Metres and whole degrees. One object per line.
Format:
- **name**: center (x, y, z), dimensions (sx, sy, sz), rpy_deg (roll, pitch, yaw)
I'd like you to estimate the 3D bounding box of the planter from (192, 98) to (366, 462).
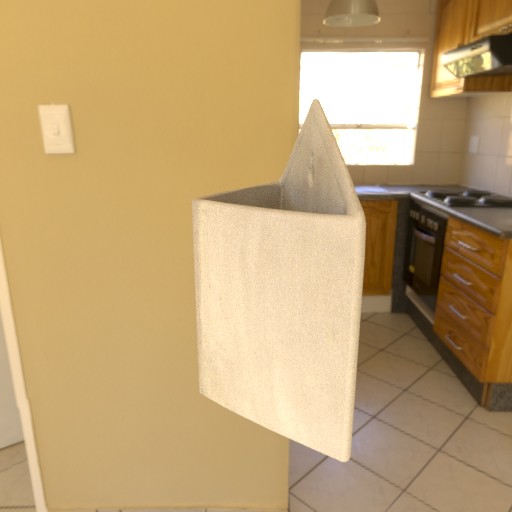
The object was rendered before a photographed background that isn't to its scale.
- **planter**: center (0.000, 0.000, 0.287), dimensions (0.080, 0.194, 0.163), rpy_deg (-3, 16, -10)
